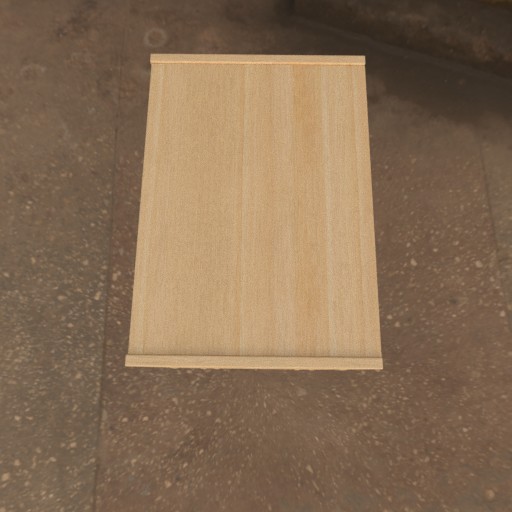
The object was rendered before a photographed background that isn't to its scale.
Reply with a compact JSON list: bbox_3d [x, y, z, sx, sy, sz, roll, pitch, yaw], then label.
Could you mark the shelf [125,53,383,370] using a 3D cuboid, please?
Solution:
[{"bbox_3d":[0.000,0.000,0.835,0.290,0.592,0.414,1,76,0],"label":"shelf"}]
